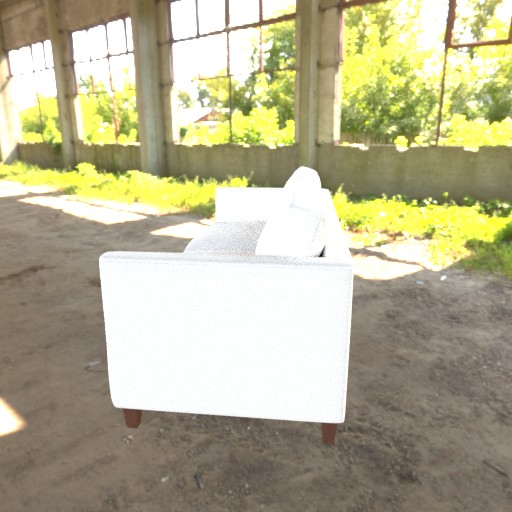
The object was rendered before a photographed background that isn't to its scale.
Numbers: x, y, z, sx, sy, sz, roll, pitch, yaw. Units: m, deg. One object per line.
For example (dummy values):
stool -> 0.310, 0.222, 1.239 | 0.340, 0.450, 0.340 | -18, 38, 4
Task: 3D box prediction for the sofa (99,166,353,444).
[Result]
sofa -> 0.000, 0.000, 2.585 | 0.924, 0.933, 2.139 | 2, 16, 7
